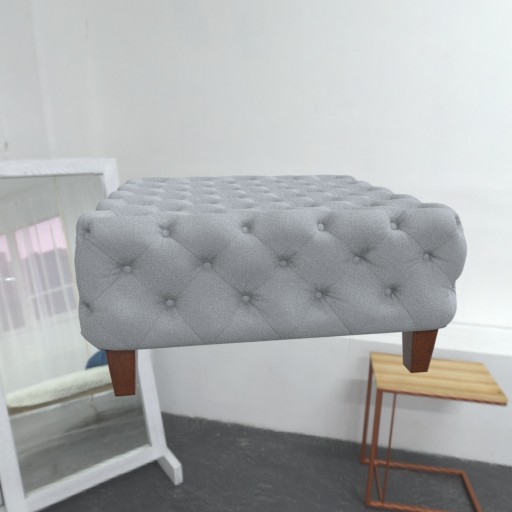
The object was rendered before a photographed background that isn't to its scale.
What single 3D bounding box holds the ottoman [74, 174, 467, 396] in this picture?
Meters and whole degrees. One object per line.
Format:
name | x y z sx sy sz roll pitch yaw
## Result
ottoman | 0.000 0.000 1.172 0.758 0.365 0.764 -2 16 -8
